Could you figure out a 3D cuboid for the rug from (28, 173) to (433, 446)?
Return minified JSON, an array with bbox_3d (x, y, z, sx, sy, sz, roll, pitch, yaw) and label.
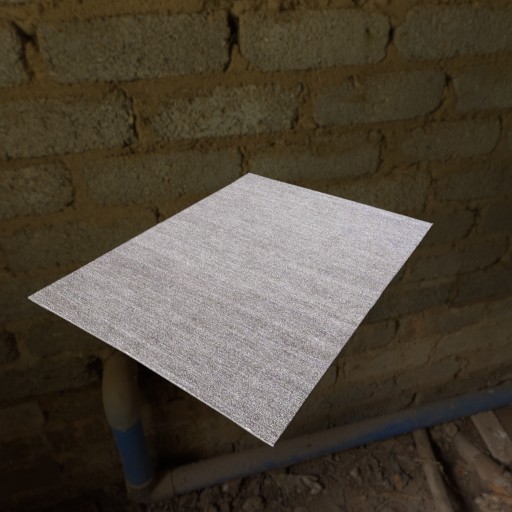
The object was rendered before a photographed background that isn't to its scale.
[{"bbox_3d":[0.000,0.000,4.227,2.434,0.045,3.202,21,39,28],"label":"rug"}]
